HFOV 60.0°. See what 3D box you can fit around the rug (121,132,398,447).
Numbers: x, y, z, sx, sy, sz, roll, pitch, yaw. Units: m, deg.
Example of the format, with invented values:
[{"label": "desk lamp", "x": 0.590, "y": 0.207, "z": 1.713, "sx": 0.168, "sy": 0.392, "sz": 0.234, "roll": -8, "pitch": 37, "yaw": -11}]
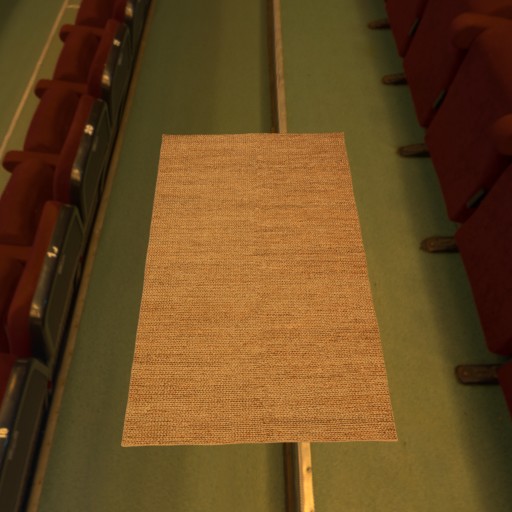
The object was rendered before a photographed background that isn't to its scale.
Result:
[{"label": "rug", "x": 0.000, "y": 0.000, "z": 3.079, "sx": 1.521, "sy": 0.034, "sz": 2.438, "roll": -1, "pitch": 58, "yaw": -1}]
